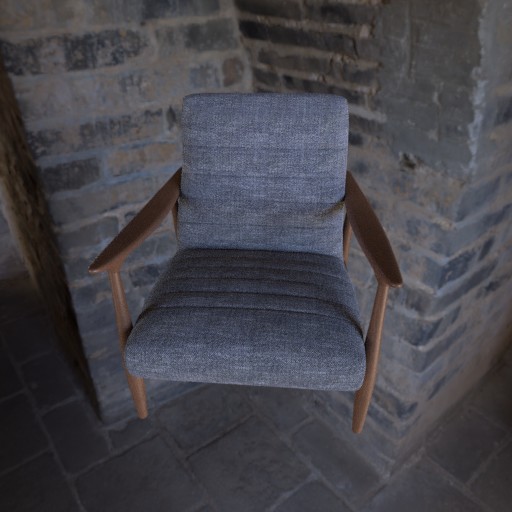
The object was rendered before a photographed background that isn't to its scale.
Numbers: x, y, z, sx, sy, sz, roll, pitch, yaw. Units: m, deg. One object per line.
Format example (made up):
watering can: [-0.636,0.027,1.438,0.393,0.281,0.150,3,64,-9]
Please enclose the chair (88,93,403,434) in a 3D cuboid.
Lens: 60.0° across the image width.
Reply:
chair: [0.000,0.000,1.385,0.741,0.832,0.798,2,32,4]
